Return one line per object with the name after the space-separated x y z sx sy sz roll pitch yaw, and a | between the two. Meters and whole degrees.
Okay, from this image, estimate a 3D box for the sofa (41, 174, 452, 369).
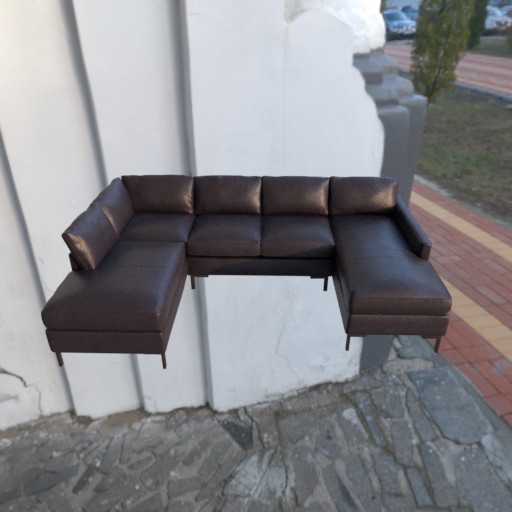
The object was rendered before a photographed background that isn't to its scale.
0.000 0.000 3.882 2.956 0.900 1.939 1 29 1 | sofa
